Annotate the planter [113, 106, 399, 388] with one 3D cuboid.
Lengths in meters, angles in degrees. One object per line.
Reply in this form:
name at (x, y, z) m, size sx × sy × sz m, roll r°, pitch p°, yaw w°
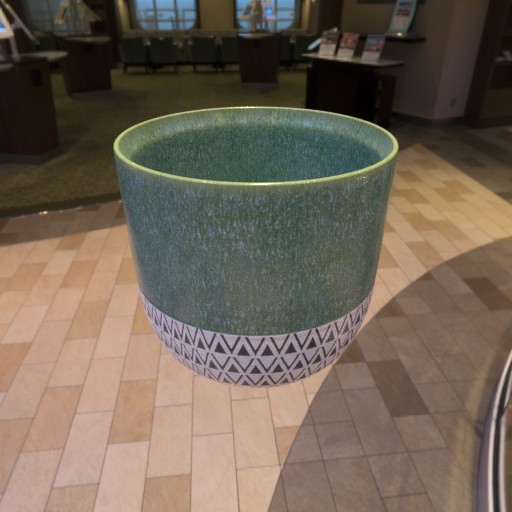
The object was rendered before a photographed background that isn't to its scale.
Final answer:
planter at (0.000, 0.000, 0.495) m, size 0.266 × 0.270 × 0.266 m, roll 0°, pitch 30°, yaw 0°
